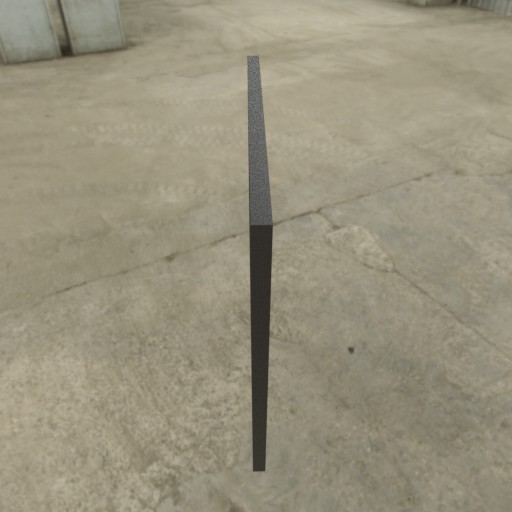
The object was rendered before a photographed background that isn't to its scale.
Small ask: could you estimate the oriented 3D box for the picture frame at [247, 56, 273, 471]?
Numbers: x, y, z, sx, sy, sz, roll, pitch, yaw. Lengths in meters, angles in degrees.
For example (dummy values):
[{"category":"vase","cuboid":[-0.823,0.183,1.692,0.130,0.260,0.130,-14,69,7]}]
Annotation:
[{"category":"picture frame","cuboid":[0.000,0.000,1.166,0.032,0.775,0.775,-1,41,-1]}]
